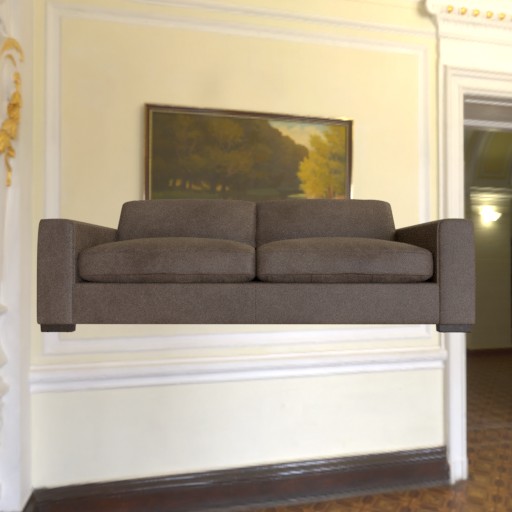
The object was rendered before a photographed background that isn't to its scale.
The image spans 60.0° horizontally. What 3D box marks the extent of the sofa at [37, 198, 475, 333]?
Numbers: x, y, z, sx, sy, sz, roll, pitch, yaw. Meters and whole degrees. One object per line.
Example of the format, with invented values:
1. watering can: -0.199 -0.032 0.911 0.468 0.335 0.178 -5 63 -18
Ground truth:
1. sofa: 0.000 0.000 2.778 2.262 0.801 1.070 0 -1 0
